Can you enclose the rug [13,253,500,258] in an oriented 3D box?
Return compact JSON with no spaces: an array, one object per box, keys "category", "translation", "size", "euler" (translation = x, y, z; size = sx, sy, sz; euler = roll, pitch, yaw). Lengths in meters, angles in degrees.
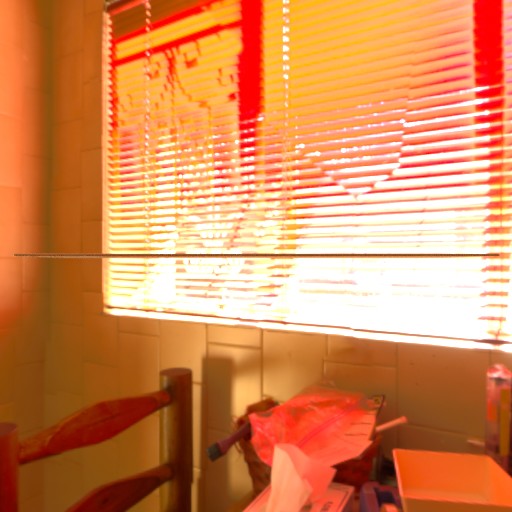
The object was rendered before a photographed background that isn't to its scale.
[{"category":"rug","translation":[0.000,0.000,2.405],"size":[2.276,0.014,0.678],"euler":[0,-1,1]}]
